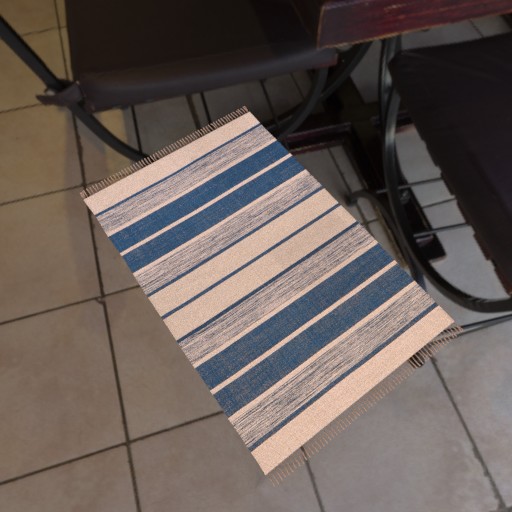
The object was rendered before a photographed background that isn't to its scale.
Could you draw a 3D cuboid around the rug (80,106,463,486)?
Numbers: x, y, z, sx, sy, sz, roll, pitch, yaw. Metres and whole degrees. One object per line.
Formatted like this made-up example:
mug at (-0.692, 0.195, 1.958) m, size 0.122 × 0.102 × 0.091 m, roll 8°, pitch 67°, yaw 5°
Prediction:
rug at (0.000, 0.000, 3.096) m, size 1.532 × 0.010 × 2.441 m, roll -33°, pitch 67°, yaw -16°
